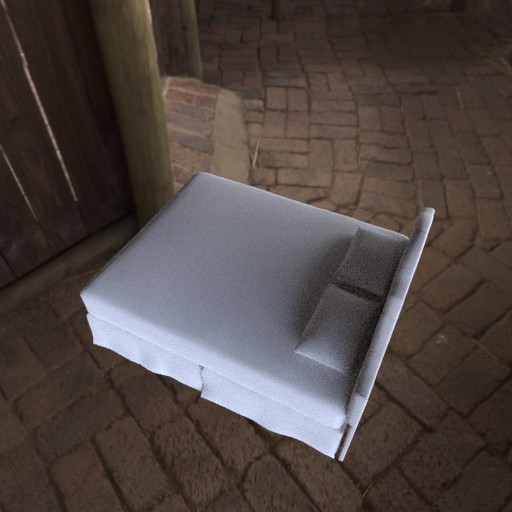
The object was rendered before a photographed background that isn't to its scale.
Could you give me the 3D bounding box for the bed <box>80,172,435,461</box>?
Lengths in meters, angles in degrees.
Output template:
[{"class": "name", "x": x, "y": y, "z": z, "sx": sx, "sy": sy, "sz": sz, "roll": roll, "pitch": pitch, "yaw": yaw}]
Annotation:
[{"class": "bed", "x": 0.000, "y": 0.000, "z": 3.818, "sx": 2.477, "sy": 1.617, "sz": 2.039, "roll": 20, "pitch": 50, "yaw": 18}]
